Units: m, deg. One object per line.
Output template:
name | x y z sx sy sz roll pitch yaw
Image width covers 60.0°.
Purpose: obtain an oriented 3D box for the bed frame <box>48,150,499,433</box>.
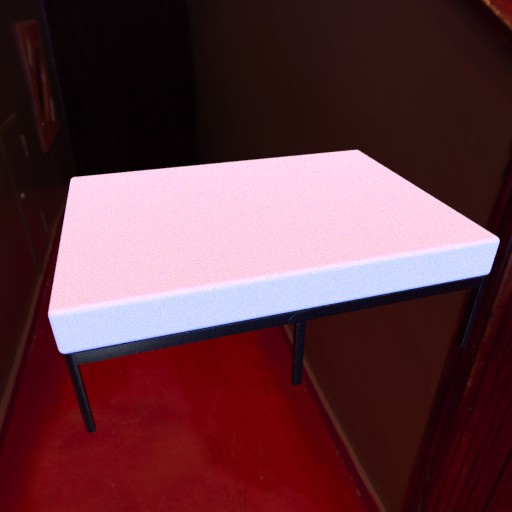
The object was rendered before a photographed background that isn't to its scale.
bed frame | 0.000 0.000 2.540 1.956 0.659 1.408 -9 32 -14
